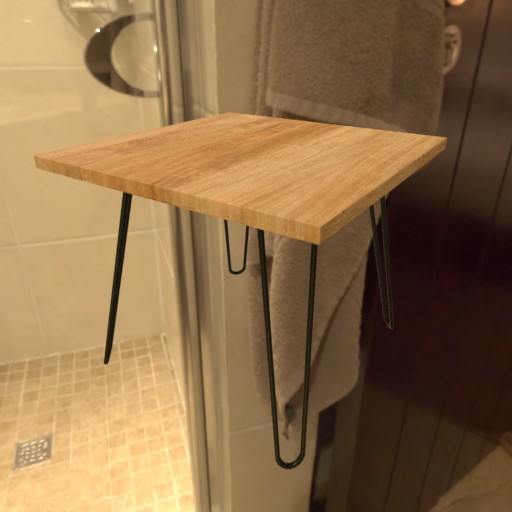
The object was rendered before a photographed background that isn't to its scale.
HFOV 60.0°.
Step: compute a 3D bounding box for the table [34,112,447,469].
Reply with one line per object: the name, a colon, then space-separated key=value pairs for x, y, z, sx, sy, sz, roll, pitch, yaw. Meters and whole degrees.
table: x=0.000 y=0.000 z=1.008 sx=0.599 sy=0.500 sz=0.599 roll=17 pitch=32 yaw=30
